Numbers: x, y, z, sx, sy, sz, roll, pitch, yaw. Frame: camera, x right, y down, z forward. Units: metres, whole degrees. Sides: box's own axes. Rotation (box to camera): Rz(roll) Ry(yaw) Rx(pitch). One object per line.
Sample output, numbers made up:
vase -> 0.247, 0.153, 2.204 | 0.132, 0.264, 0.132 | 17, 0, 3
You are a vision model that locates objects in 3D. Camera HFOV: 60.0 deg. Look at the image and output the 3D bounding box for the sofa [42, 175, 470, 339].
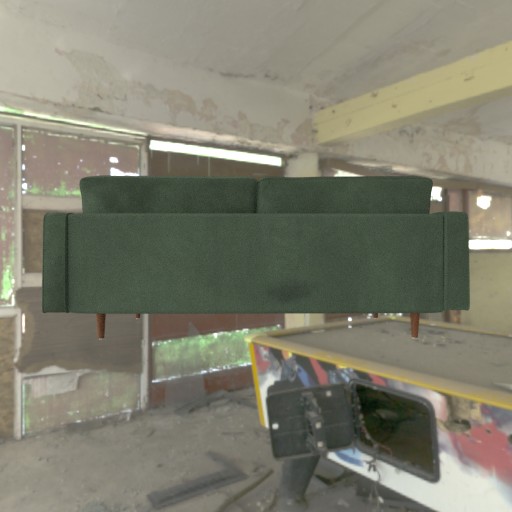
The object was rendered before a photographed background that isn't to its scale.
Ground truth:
sofa -> 0.000, 0.000, 2.361 | 1.880, 0.772, 0.916 | 0, 0, -1
